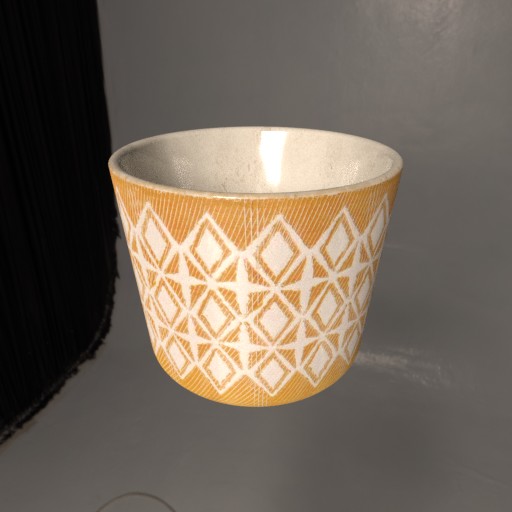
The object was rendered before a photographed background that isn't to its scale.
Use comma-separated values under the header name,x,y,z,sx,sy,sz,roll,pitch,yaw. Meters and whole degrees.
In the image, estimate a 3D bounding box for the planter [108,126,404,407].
name,x,y,z,sx,sy,sz,roll,pitch,yaw
planter,0.000,0.000,0.221,0.126,0.104,0.126,0,26,0
